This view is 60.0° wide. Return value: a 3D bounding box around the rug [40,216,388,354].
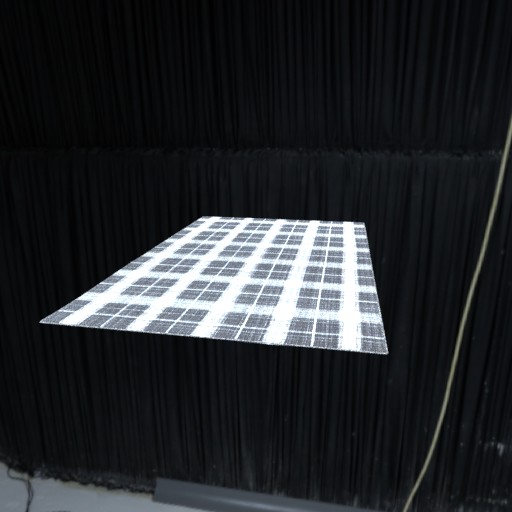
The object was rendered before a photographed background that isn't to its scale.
[{"bbox_3d":[0.000,0.000,2.994,1.520,0.015,2.434,3,17,11],"label":"rug"}]
